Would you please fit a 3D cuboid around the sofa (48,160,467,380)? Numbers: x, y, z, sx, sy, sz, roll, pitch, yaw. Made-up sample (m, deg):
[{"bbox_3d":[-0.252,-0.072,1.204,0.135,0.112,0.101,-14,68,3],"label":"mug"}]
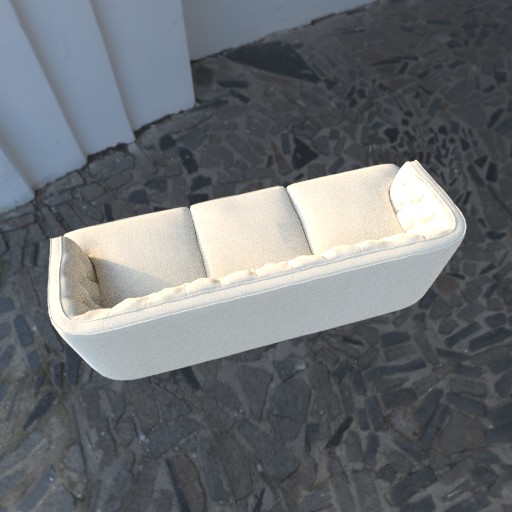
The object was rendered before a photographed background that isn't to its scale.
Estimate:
[{"bbox_3d":[0.000,0.000,2.715,2.278,0.855,0.941,-13,59,-8],"label":"sofa"}]
